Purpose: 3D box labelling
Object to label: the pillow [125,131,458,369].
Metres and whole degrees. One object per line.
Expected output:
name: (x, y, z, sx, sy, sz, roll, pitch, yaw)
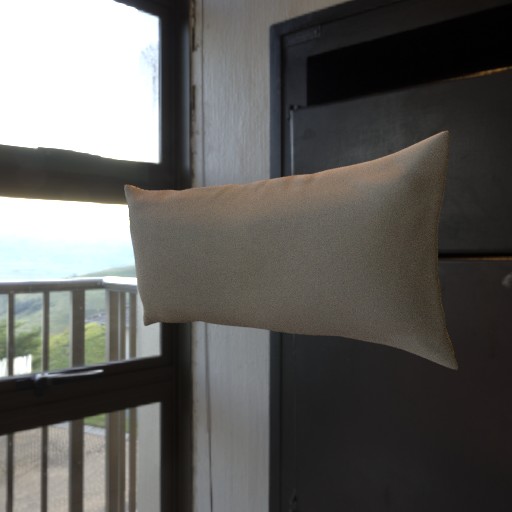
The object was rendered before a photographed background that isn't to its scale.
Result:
pillow: (0.000, 0.000, 0.725, 0.608, 0.292, 0.156, 0, -1, 36)
